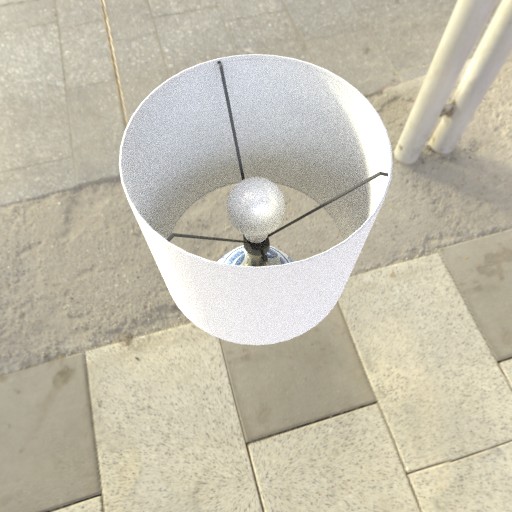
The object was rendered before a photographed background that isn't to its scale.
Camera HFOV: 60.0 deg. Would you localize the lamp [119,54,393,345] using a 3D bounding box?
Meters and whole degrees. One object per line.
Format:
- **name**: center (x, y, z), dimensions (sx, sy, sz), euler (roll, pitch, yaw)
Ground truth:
- **lamp**: center (0.000, 0.000, 0.520), dimensions (0.215, 0.381, 0.215), euler (-17, 64, -8)
